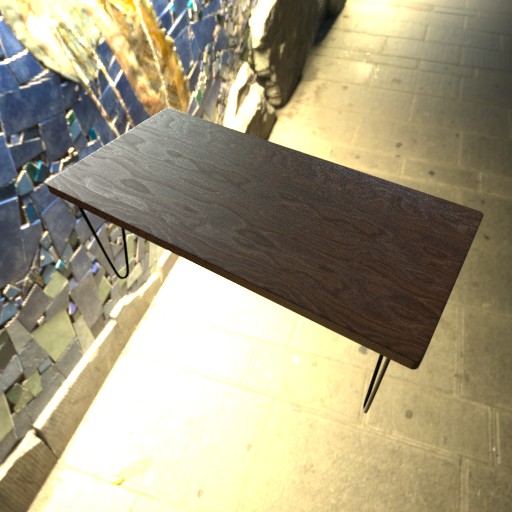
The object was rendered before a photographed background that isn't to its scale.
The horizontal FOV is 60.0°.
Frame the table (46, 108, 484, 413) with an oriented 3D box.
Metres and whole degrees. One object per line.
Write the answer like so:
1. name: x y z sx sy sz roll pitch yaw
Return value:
1. table: 0.000 0.000 2.264 1.791 0.753 0.883 24 50 22
